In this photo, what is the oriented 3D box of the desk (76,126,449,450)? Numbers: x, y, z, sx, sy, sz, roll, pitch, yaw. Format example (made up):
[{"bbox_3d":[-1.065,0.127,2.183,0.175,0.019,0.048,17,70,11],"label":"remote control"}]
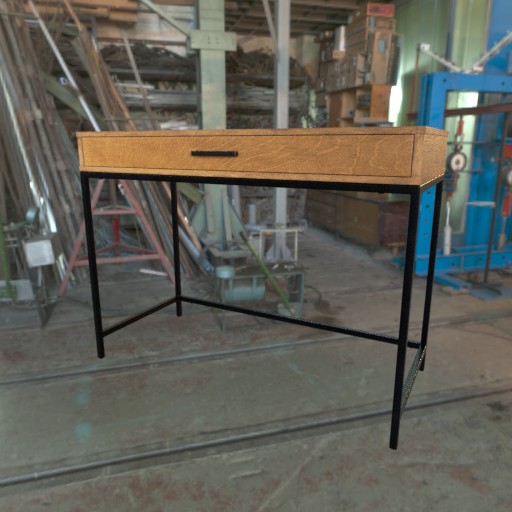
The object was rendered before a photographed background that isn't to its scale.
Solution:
[{"bbox_3d":[0.000,0.000,1.409,1.016,0.762,0.470,8,16,27],"label":"desk"}]
